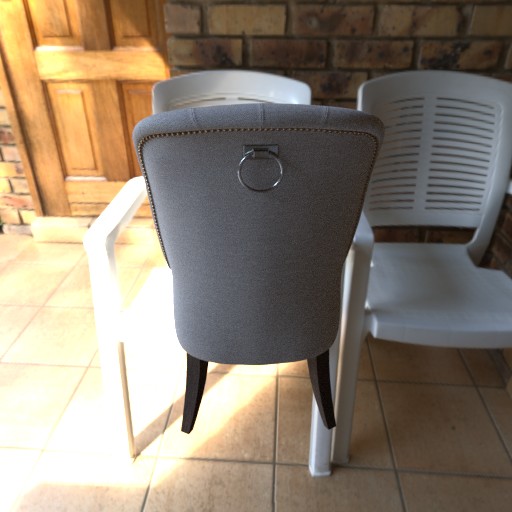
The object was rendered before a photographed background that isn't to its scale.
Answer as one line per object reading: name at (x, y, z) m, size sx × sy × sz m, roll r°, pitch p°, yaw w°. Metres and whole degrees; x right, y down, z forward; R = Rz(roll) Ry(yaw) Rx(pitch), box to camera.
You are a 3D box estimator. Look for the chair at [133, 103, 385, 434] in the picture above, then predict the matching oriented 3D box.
chair at (0.000, 0.000, 1.481) m, size 0.634 × 1.091 × 0.629 m, roll -1°, pitch 31°, yaw -2°
